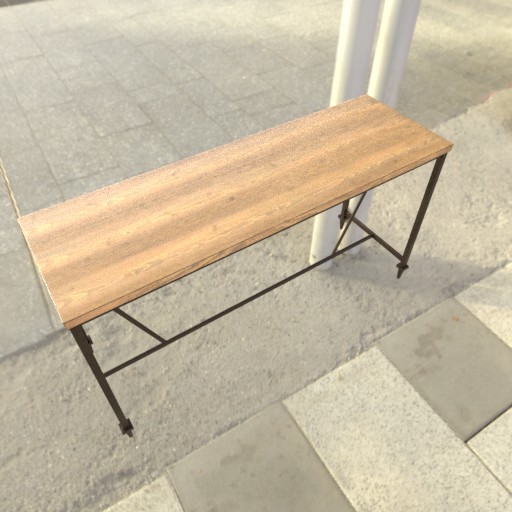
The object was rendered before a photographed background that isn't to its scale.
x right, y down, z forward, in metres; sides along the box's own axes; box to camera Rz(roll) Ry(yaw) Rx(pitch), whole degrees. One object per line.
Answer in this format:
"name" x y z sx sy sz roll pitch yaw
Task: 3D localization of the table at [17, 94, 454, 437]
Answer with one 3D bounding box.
"table" 0.000 0.000 2.080 1.700 0.902 0.551 -26 52 -22
